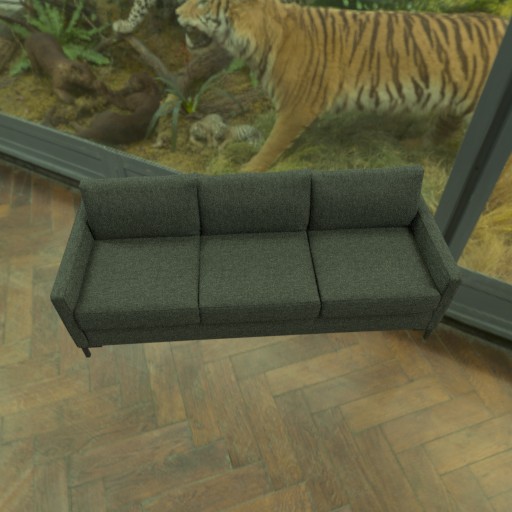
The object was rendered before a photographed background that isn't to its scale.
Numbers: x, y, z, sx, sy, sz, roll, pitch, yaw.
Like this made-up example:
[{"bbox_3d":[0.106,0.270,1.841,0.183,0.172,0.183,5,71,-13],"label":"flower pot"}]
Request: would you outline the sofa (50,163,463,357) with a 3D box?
[{"bbox_3d":[0.000,0.000,2.773,2.253,0.879,0.876,-3,47,-2],"label":"sofa"}]
